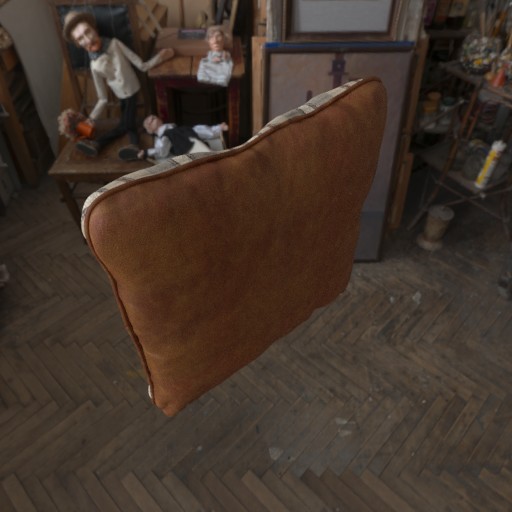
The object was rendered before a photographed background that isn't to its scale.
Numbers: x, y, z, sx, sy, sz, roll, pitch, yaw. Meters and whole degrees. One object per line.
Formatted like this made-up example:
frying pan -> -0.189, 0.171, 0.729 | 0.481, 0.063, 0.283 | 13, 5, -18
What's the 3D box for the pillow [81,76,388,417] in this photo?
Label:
pillow -> 0.000, 0.000, 0.733 | 0.489, 0.490, 0.130 | -31, 54, -26
